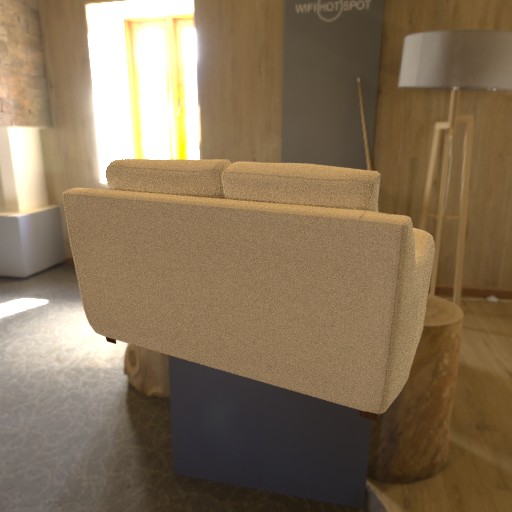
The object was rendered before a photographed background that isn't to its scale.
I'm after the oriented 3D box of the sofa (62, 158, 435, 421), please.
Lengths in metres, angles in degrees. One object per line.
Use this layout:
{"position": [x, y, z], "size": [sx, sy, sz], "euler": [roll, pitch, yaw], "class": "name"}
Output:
{"position": [0.000, 0.000, 2.391], "size": [1.744, 1.047, 1.040], "euler": [8, 18, 27], "class": "sofa"}
